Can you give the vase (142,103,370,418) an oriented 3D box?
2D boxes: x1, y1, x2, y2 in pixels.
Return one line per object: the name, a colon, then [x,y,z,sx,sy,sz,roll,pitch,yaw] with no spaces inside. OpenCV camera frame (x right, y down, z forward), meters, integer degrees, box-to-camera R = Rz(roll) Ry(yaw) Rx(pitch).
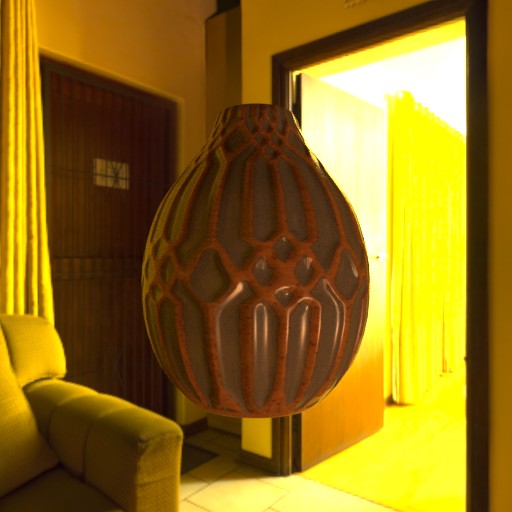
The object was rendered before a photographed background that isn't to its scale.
vase: [0.000,0.000,0.138,0.069,0.088,0.069,0,0,0]
